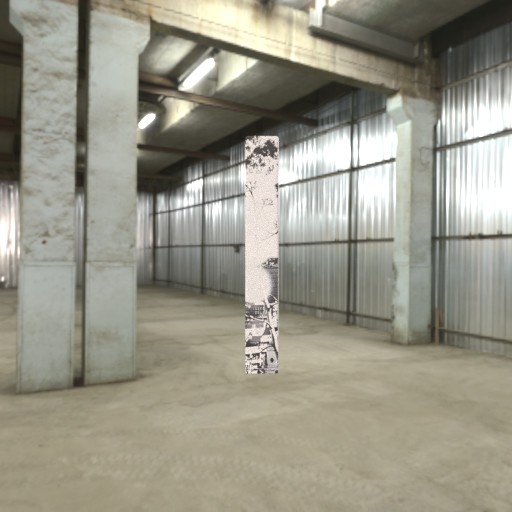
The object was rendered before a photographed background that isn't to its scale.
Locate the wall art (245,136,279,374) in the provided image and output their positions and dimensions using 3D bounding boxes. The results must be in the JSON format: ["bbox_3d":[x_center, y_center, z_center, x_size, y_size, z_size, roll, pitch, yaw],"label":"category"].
[{"bbox_3d":[0.000,0.000,0.861,0.036,0.256,0.766,0,0,-1],"label":"wall art"}]
